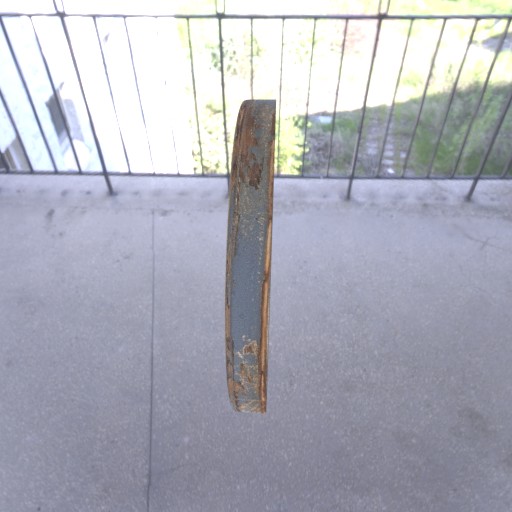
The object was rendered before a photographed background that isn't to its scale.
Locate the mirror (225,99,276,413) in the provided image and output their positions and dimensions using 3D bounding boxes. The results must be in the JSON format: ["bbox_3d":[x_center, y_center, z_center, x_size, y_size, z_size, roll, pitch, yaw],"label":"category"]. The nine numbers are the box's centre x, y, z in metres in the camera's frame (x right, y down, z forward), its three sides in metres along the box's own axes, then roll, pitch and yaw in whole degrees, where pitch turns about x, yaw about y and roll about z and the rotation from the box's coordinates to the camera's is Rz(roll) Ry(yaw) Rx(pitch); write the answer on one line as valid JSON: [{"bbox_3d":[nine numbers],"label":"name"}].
[{"bbox_3d":[0.000,0.000,0.877,0.061,0.585,0.585,2,42,2],"label":"mirror"}]
